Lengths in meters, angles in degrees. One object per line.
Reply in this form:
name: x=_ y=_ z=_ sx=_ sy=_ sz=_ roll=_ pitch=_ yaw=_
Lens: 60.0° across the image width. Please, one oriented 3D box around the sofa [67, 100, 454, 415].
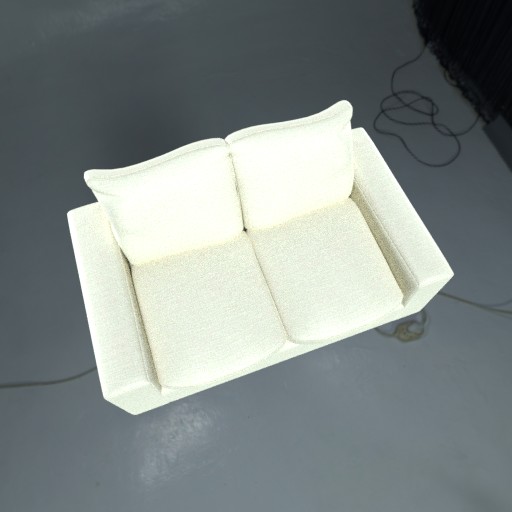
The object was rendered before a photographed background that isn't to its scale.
sofa: x=0.000 y=0.000 z=2.342 sx=1.754 sy=0.875 sz=1.091 roll=-18 pitch=64 yaw=-9
